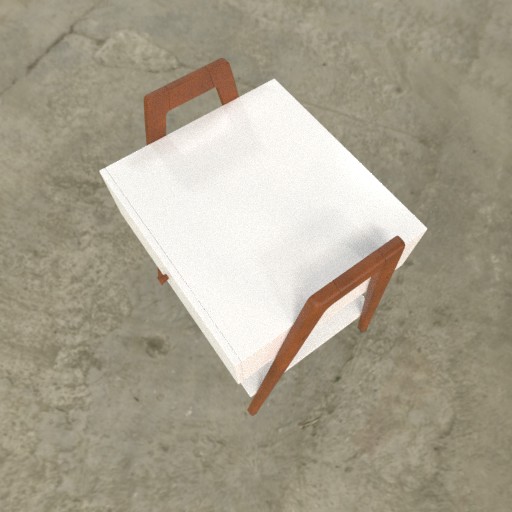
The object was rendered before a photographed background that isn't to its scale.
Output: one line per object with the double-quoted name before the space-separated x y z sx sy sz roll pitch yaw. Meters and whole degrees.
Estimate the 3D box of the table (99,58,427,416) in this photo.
"table" 0.000 0.000 0.936 0.405 0.610 0.457 -33 68 -15
